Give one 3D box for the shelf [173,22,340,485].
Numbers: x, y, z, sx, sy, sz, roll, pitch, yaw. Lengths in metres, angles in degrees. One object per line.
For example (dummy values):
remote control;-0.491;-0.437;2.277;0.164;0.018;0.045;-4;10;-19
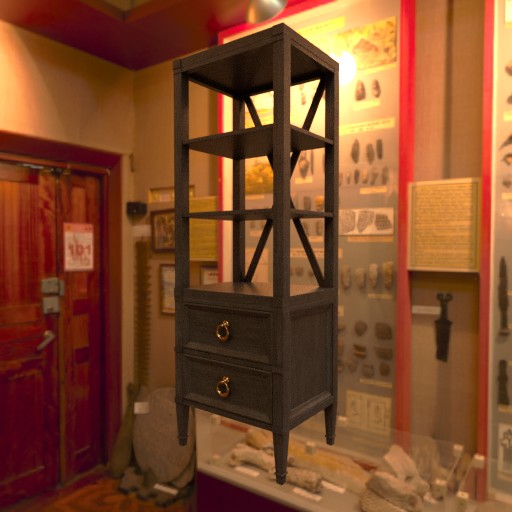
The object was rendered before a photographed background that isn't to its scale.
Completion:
shelf;0.000;0.000;1.998;0.584;1.727;0.472;1;2;37
